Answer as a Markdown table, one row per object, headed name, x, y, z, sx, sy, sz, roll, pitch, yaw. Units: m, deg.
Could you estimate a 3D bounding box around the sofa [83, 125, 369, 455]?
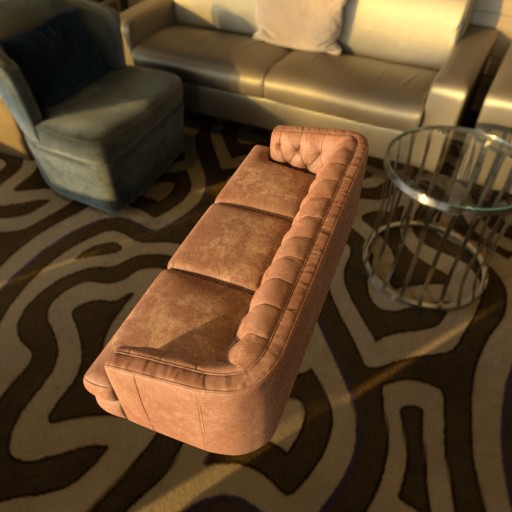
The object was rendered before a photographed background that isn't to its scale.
| name | x | y | z | sx | sy | sz | roll | pitch | yaw |
| --- | --- | --- | --- | --- | --- | --- | --- | --- | --- |
| sofa | 0.000 | 0.000 | 2.745 | 0.922 | 0.791 | 2.257 | 16 | 48 | 15 |
